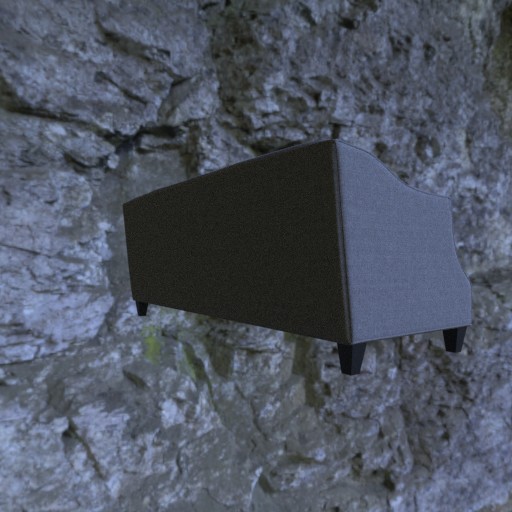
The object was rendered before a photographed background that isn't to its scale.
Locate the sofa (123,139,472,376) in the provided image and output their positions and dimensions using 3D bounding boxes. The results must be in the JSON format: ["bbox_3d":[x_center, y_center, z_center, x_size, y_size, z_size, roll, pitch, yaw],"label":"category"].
[{"bbox_3d":[0.000,0.000,2.709,0.914,0.901,2.235,0,-1,-35],"label":"sofa"}]
